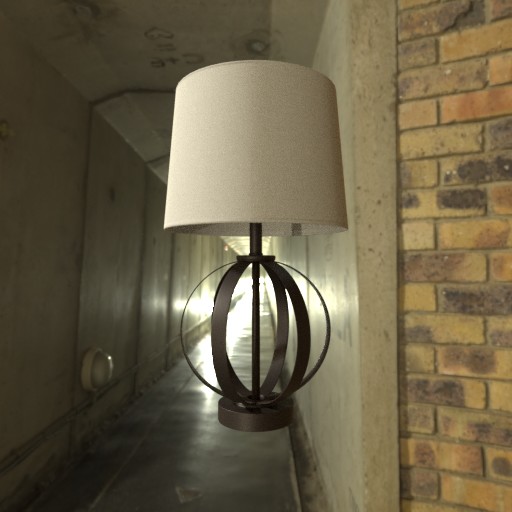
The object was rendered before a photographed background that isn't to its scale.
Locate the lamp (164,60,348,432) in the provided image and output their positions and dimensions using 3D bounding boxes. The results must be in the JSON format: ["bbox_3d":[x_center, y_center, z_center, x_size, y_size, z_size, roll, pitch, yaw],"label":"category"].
[{"bbox_3d":[0.000,0.000,0.703,0.286,0.510,0.286,0,-1,0],"label":"lamp"}]
